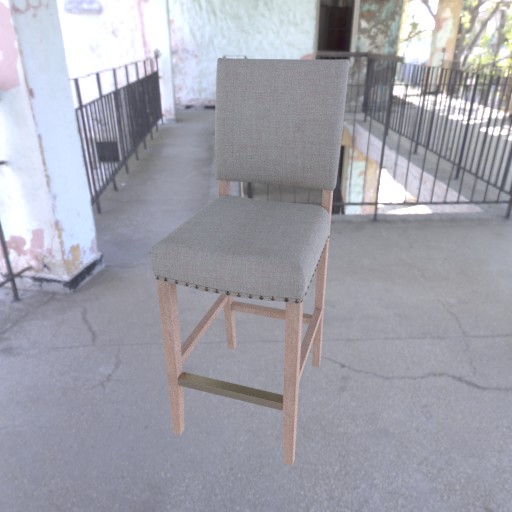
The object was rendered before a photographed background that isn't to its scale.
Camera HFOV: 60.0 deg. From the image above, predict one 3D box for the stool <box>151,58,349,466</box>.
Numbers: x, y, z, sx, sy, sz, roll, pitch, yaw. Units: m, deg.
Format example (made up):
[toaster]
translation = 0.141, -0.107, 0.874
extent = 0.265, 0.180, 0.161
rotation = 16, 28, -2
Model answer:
[stool]
translation = 0.000, 0.000, 1.460
extent = 0.445, 1.173, 0.585
rotation = 8, 27, 16
